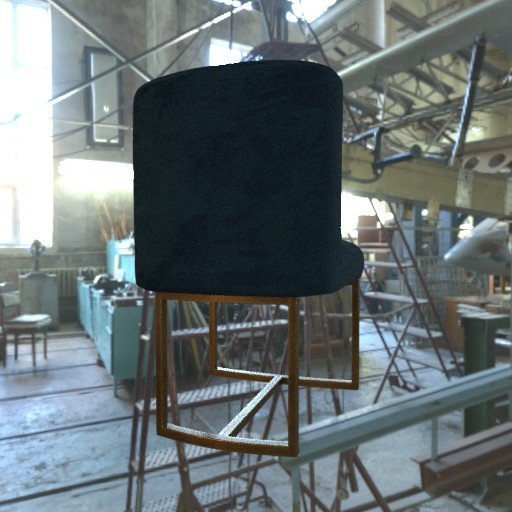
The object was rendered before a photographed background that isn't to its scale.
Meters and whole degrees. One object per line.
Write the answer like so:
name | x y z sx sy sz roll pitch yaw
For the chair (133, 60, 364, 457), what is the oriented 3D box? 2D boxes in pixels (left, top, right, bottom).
chair | 0.000 0.000 1.187 0.530 0.824 0.560 1 2 19
